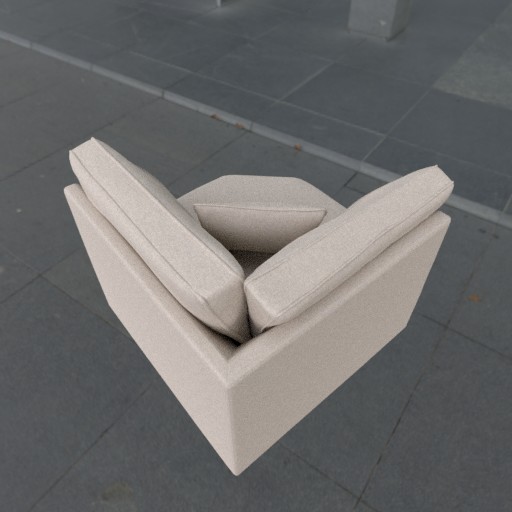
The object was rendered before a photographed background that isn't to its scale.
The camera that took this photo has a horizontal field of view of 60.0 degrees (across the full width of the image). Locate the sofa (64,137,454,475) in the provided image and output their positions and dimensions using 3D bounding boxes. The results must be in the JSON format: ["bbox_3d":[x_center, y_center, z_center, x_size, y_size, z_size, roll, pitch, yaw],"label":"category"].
[{"bbox_3d":[0.000,0.000,1.832,1.050,0.937,1.042,-31,53,-26],"label":"sofa"}]
